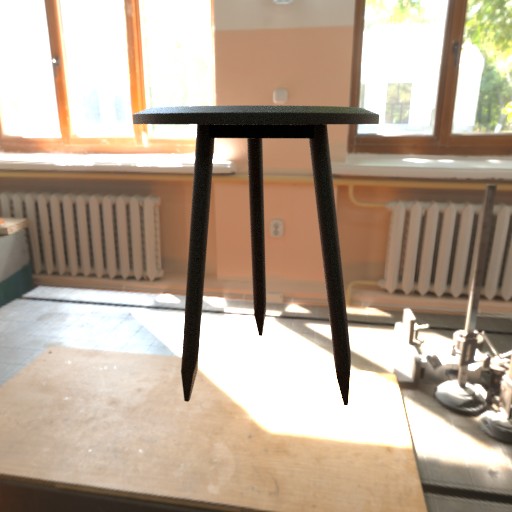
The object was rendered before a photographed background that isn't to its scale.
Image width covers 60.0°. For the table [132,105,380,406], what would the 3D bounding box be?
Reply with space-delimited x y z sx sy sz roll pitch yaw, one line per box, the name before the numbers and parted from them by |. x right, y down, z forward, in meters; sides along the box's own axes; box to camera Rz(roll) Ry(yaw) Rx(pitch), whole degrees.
table | 0.000 0.000 0.931 0.457 0.585 0.457 0 17 0
